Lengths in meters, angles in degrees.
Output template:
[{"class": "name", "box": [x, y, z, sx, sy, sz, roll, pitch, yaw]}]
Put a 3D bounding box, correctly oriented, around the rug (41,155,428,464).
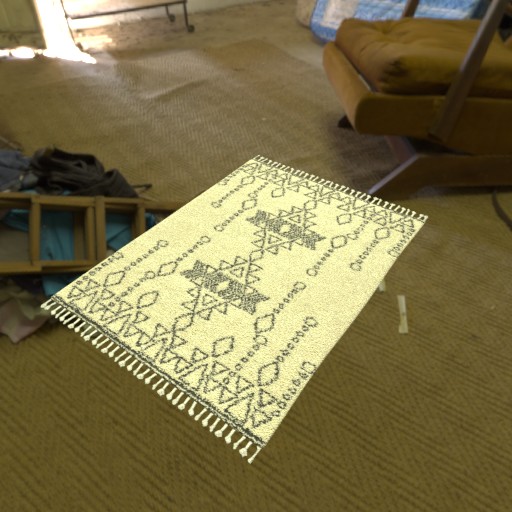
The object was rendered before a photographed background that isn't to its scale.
[{"class": "rug", "box": [0.000, 0.000, 3.994, 2.125, 0.028, 3.027, 26, 48, 26]}]
